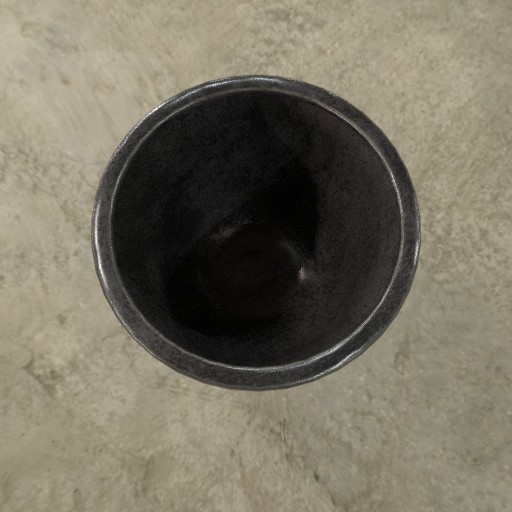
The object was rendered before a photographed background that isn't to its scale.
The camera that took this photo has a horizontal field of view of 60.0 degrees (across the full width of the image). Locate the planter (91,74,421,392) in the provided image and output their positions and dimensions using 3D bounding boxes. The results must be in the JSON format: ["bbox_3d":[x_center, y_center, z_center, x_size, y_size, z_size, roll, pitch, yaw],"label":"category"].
[{"bbox_3d":[0.000,0.000,0.352,0.197,0.191,0.197,0,76,0],"label":"planter"}]
